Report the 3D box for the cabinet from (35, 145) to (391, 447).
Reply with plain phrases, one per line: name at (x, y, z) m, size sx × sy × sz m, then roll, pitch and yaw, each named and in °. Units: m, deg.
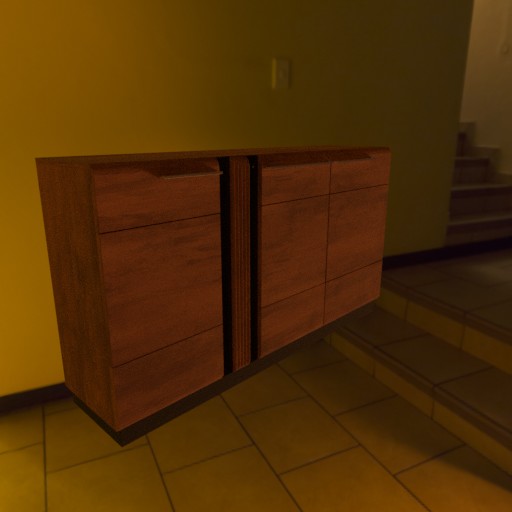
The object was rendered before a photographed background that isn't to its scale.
cabinet at (0.000, 0.000, 1.955) m, size 0.420 × 0.900 × 1.600 m, roll 15°, pitch 22°, yaw 42°
